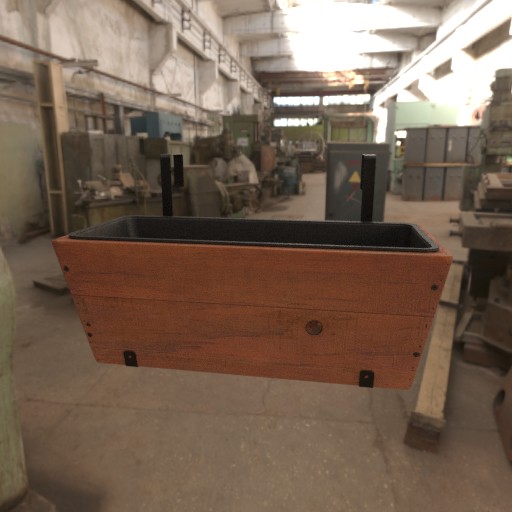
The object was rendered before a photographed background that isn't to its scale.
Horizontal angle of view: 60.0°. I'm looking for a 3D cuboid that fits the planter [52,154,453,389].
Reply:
[{"bbox_3d":[0.000,0.000,0.654,0.480,0.289,0.262,2,14,10],"label":"planter"}]
